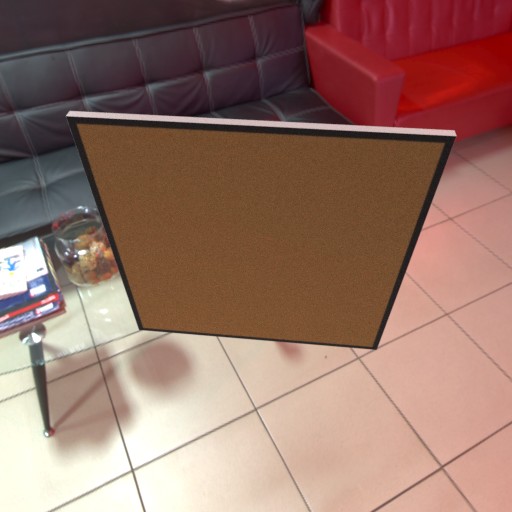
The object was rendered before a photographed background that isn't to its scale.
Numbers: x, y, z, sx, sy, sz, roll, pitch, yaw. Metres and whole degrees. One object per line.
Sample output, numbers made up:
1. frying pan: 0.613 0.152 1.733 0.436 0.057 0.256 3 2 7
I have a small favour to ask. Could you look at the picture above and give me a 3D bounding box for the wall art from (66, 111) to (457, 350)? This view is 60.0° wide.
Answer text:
1. wall art: 0.000 0.000 1.209 0.805 0.803 0.022 4 47 4
